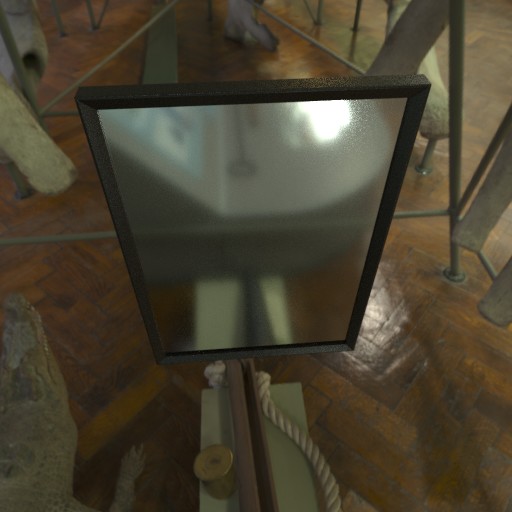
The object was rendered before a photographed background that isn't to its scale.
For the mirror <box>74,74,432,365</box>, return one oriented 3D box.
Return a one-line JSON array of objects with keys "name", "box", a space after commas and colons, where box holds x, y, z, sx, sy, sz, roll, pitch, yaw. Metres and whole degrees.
[{"name": "mirror", "box": [0.000, 0.000, 0.894, 0.507, 0.710, 0.039, -3, 46, -3]}]
